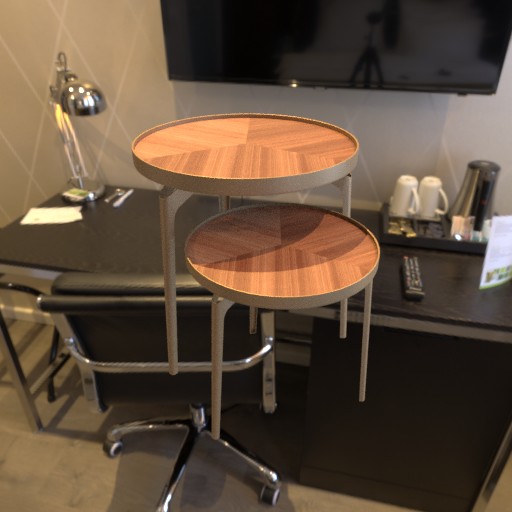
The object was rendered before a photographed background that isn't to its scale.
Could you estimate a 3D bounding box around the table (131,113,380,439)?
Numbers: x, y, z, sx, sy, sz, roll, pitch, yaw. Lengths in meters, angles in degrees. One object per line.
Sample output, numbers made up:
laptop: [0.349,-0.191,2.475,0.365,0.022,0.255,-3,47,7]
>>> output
table: [0.000,0.000,1.132,0.532,0.555,0.751,-9,32,-15]
